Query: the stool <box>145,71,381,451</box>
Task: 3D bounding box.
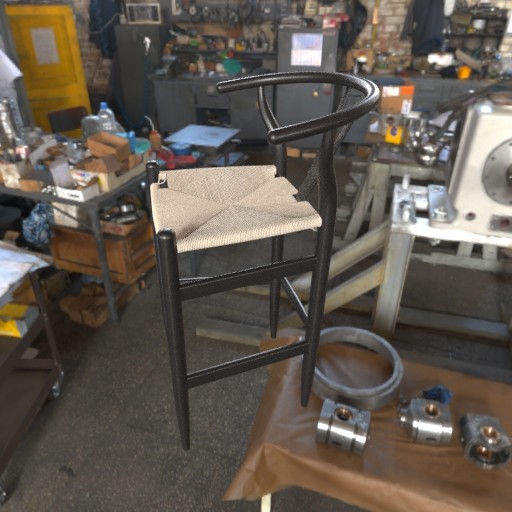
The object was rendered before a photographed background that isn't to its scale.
[{"bbox_3d":[0.000,0.000,1.312,0.579,0.970,0.569,-8,32,-13],"label":"stool"}]
